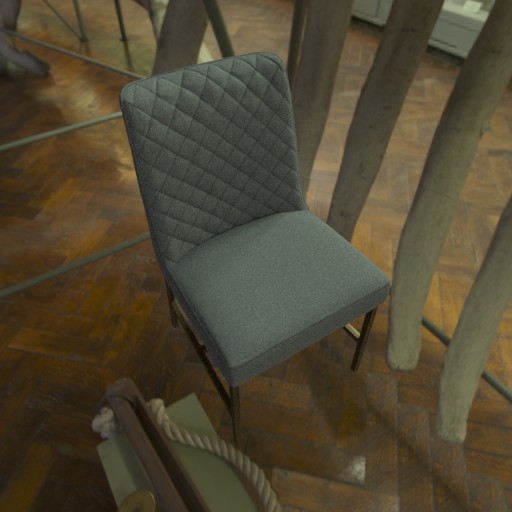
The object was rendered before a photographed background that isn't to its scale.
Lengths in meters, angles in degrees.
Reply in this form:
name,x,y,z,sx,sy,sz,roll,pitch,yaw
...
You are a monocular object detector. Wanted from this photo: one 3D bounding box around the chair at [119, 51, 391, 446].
name,x,y,z,sx,sy,sz,roll,pitch,yaw
chair,0.000,0.000,1.257,0.508,0.889,0.587,-24,50,-22
